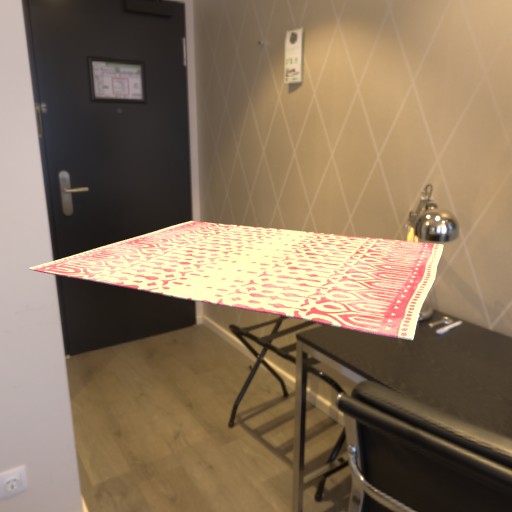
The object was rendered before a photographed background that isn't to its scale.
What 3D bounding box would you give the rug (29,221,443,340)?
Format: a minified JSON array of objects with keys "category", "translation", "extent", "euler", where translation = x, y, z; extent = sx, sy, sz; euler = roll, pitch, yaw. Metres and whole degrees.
[{"category":"rug","translation":[0.000,0.000,4.103],"extent":[3.095,0.016,2.441],"euler":[7,17,25]}]
